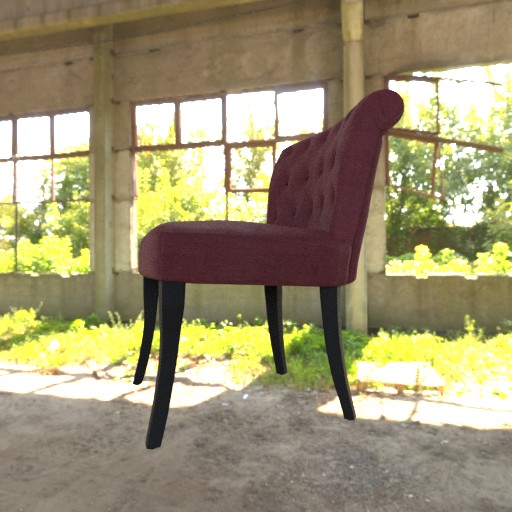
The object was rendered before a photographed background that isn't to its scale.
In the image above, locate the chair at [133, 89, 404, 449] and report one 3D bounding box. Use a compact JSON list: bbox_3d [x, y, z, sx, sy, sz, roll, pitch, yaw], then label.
[{"bbox_3d":[0.000,0.000,1.172,0.605,0.750,0.582,0,-1,-18],"label":"chair"}]
